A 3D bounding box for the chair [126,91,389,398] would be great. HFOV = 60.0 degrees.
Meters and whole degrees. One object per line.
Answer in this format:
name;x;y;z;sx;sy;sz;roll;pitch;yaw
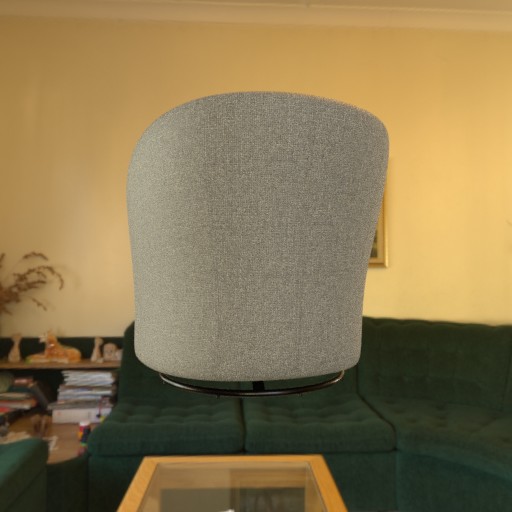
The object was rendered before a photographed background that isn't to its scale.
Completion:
chair;0.000;0.000;1.429;0.791;0.771;0.815;1;-2;-20
